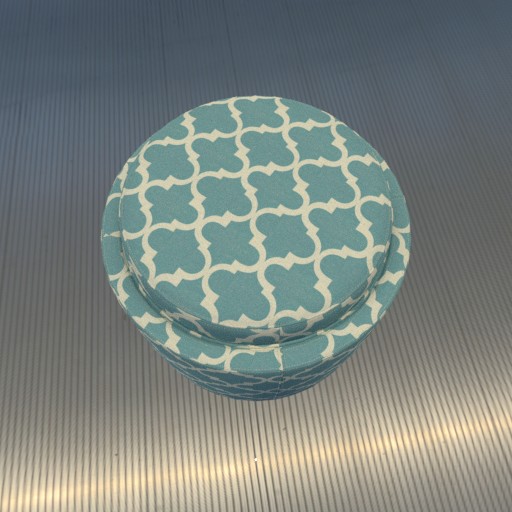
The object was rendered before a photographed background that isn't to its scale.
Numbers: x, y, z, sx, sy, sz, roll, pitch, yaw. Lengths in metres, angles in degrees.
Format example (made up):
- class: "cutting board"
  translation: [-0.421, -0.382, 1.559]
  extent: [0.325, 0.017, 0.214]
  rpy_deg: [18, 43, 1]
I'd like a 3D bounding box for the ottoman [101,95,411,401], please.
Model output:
- class: "ottoman"
  translation: [0.000, 0.000, 0.808]
  extent: [0.480, 0.429, 0.480]
  rpy_deg: [0, 65, 0]
